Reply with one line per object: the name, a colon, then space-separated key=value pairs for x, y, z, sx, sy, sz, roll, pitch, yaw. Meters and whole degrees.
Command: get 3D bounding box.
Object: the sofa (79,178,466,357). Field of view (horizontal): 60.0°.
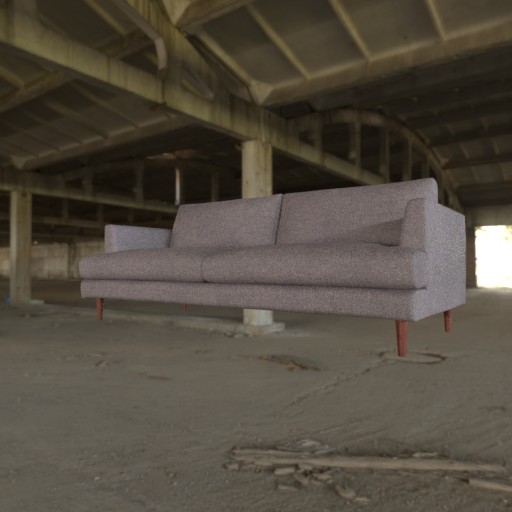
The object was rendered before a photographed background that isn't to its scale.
sofa: x=0.000 y=0.000 z=2.771 sx=2.250 sy=0.868 sz=1.020 roll=-1 pitch=-1 yaw=36
